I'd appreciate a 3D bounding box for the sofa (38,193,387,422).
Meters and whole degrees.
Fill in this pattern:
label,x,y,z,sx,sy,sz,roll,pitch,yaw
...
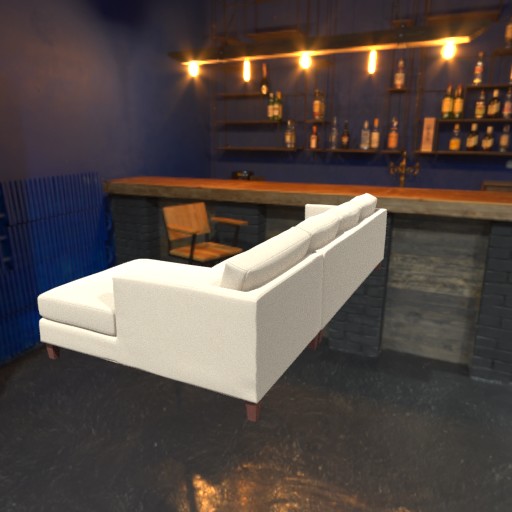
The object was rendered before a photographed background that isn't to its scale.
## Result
label,x,y,z,sx,sy,sz,roll,pitch,yaw
sofa,0.000,0.000,3.882,1.625,0.861,3.186,7,17,26
